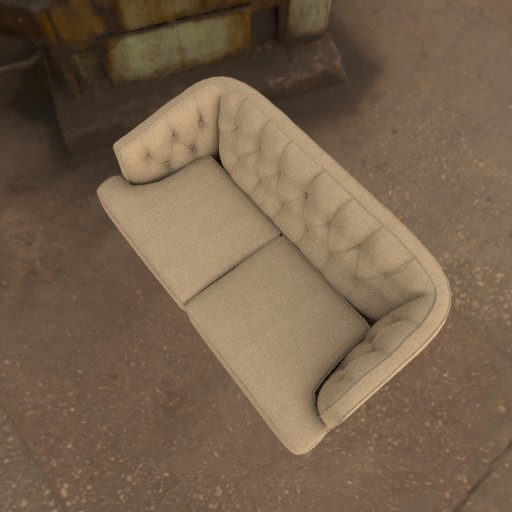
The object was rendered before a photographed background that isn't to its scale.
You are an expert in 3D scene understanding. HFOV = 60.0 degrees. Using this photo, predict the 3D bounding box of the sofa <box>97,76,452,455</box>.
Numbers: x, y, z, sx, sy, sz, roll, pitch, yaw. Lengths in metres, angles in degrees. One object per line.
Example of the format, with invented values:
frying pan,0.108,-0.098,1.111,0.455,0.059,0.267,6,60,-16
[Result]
sofa,0.000,0.000,2.292,0.941,0.855,1.733,-36,70,-16
